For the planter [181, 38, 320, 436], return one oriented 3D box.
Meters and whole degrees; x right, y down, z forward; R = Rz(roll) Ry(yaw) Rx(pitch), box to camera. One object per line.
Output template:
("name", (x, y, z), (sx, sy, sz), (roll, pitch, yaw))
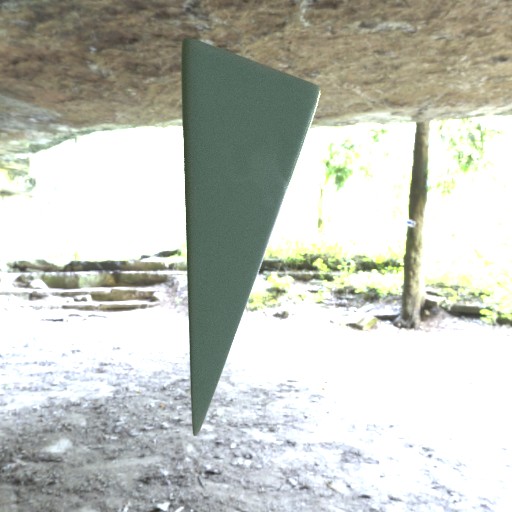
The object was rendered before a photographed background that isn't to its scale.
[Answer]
("planter", (0.000, 0.000, 0.220), (0.064, 0.178, 0.080), (0, 0, -1))
